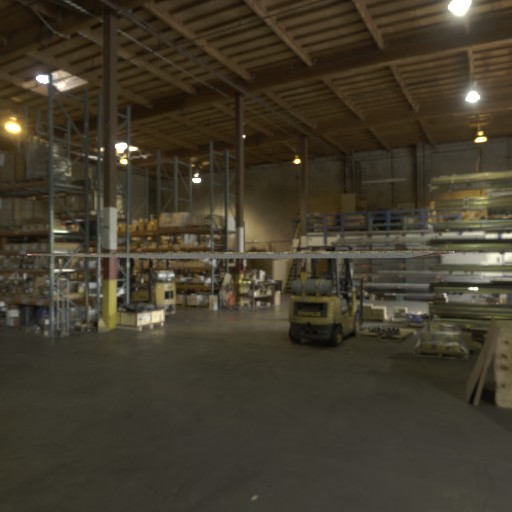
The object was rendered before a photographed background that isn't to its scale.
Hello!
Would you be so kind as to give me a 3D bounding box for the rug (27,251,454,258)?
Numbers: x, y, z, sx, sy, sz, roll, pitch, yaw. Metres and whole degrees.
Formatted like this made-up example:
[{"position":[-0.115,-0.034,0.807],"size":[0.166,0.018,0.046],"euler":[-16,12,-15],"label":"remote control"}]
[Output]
[{"position":[0.000,0.000,4.396],"size":[3.291,0.017,2.431],"euler":[0,-1,15],"label":"rug"}]
